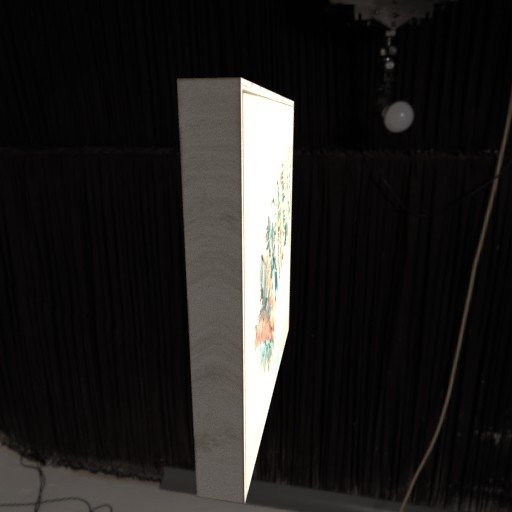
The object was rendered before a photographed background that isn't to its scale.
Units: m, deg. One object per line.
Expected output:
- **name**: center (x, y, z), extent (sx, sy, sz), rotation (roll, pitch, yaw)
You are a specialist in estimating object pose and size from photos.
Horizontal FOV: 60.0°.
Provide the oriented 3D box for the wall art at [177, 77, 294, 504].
- **wall art**: center (0.000, 0.000, 0.441), extent (0.038, 0.303, 0.305), rotation (3, 17, 10)
